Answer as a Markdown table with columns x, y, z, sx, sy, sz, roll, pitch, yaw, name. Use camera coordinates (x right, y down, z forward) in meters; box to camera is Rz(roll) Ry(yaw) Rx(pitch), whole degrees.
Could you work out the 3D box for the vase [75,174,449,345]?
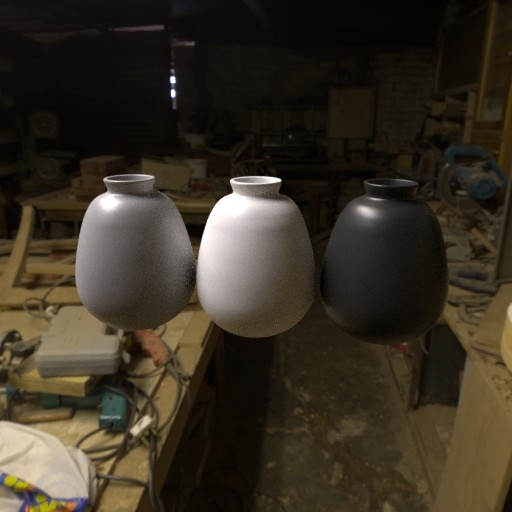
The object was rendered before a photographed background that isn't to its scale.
| x | y | z | sx | sy | sz | roll | pitch | yaw | name |
| --- | --- | --- | --- | --- | --- | --- | --- | --- | --- |
| 0.000 | 0.000 | 0.356 | 0.297 | 0.122 | 0.097 | 2 | 18 | 6 | vase |
